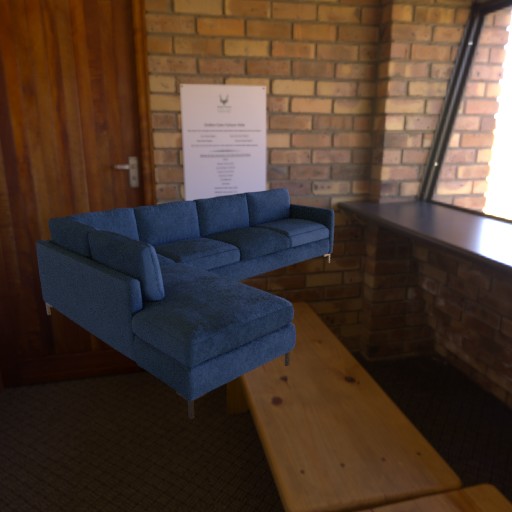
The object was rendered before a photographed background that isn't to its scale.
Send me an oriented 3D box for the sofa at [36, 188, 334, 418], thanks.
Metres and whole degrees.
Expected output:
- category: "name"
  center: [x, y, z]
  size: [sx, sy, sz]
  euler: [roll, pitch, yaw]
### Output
- category: "sofa"
  center: [0.000, 0.000, 3.813]
  size: [2.007, 0.815, 2.949]
  euler: [15, 21, 43]
